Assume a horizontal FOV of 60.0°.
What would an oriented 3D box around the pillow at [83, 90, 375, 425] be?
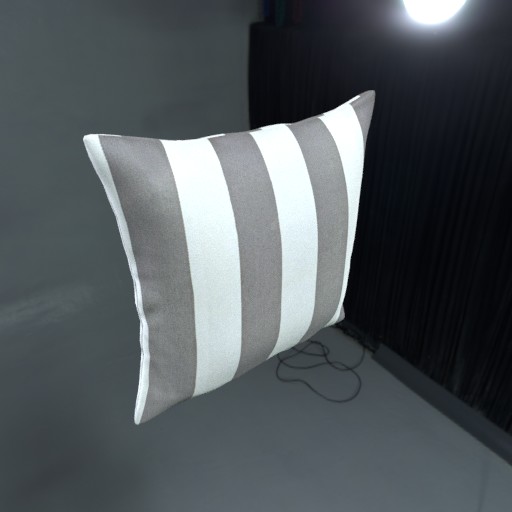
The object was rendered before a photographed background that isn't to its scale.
[{"bbox_3d":[0.000,0.000,0.783,0.522,0.507,0.192,-20,35,-31],"label":"pillow"}]
